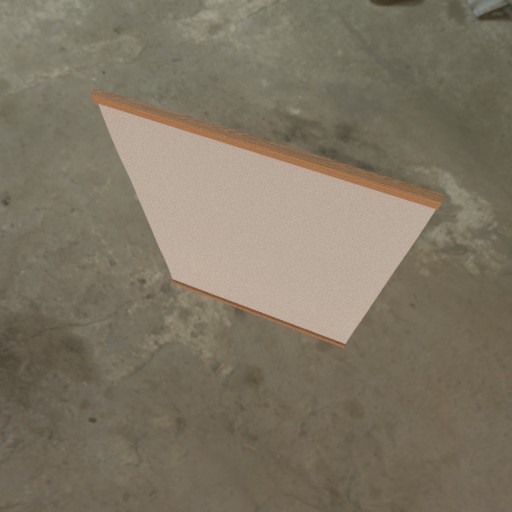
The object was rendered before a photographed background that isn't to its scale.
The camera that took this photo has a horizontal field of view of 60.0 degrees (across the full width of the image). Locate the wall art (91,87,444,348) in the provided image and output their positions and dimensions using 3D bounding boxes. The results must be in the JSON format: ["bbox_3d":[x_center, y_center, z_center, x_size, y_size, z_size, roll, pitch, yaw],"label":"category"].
[{"bbox_3d":[0.000,0.000,1.328,0.739,1.016,0.020,19,65,9],"label":"wall art"}]
